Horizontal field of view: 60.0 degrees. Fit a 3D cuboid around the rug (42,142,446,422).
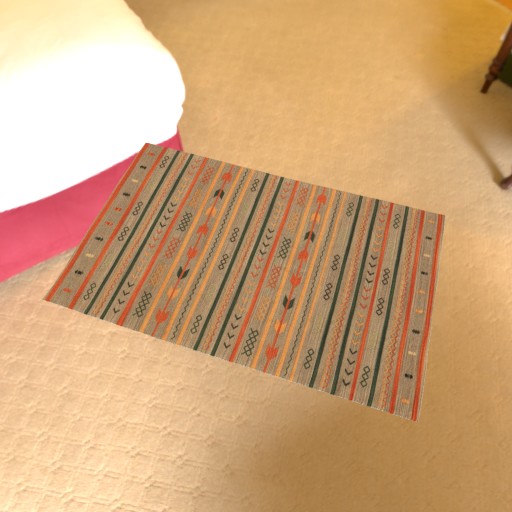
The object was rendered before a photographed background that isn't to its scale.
[{"bbox_3d":[0.000,0.000,3.082,2.439,0.029,1.537,16,60,10],"label":"rug"}]
